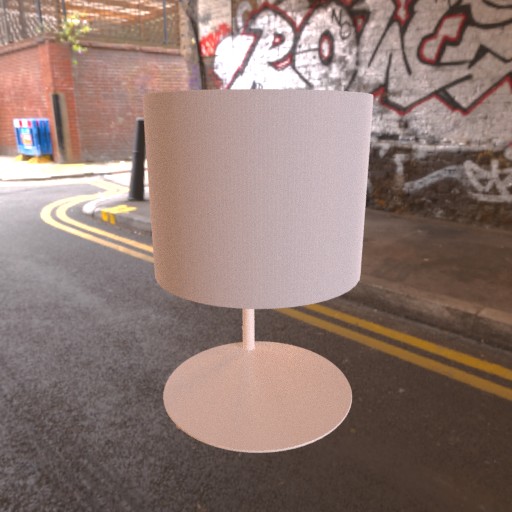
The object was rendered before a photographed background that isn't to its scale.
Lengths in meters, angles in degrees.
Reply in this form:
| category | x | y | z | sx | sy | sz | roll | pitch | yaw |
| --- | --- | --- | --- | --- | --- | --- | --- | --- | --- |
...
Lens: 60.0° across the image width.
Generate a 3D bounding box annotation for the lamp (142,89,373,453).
| category | x | y | z | sx | sy | sz | roll | pitch | yaw |
| --- | --- | --- | --- | --- | --- | --- | --- | --- | --- |
| lamp | 0.000 | 0.000 | 0.673 | 0.299 | 0.454 | 0.341 | -2 | 17 | -7 |
